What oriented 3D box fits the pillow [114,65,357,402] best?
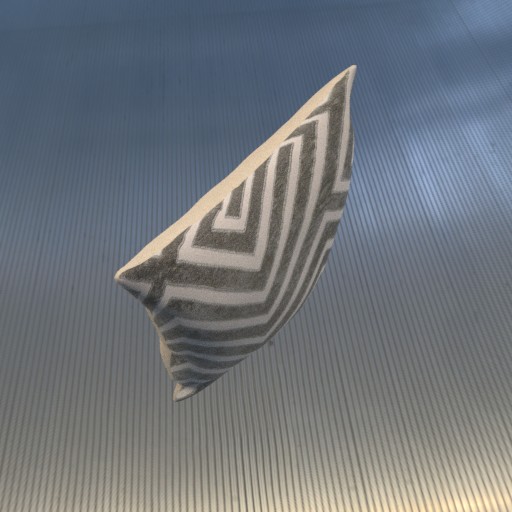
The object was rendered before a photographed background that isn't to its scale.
[{"bbox_3d":[0.000,0.000,0.686,0.182,0.441,0.440,34,64,19],"label":"pillow"}]
